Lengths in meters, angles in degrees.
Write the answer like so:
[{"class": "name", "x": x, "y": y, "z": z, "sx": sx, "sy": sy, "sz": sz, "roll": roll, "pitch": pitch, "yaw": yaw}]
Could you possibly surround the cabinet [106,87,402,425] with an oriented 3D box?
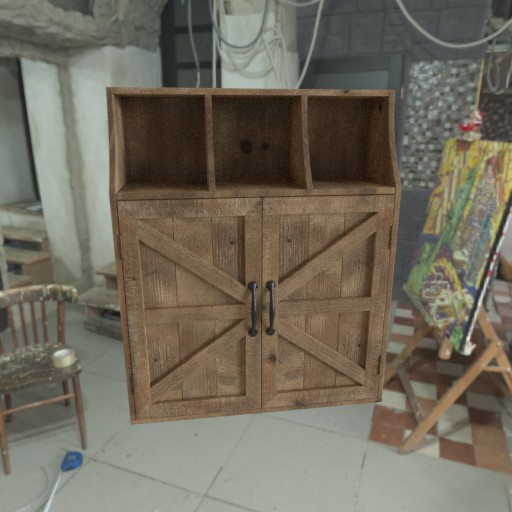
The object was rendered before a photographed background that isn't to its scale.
[{"class": "cabinet", "x": 0.000, "y": 0.000, "z": 0.836, "sx": 0.489, "sy": 0.590, "sz": 0.184, "roll": -2, "pitch": 17, "yaw": -8}]
